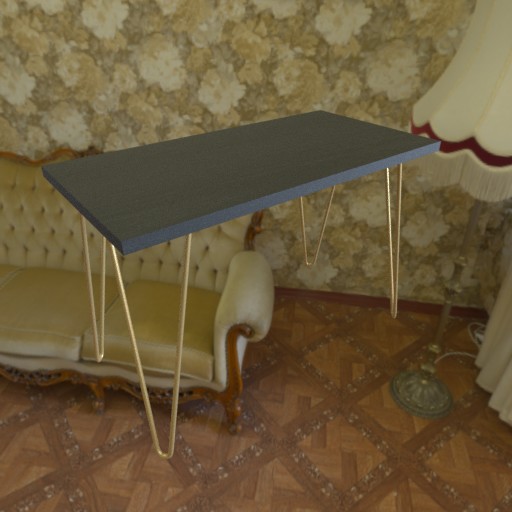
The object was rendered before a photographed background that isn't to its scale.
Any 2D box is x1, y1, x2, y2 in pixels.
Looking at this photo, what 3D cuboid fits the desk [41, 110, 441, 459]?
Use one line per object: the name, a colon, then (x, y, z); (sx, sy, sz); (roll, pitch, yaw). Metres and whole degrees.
desk: (0.000, 0.000, 1.382); (0.991, 0.660, 0.499); (-22, 37, -32)
